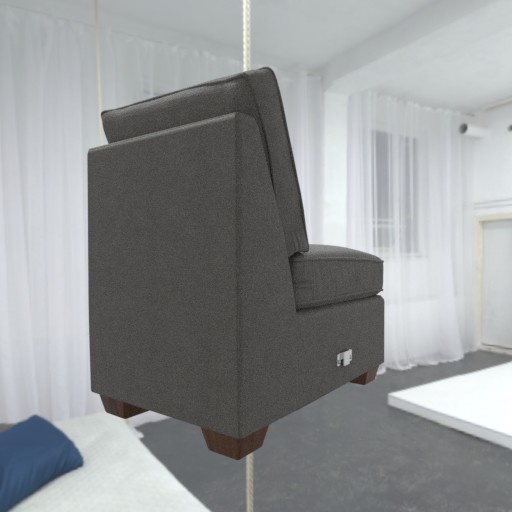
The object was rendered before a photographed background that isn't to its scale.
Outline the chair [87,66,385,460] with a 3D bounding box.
[{"bbox_3d":[0.000,0.000,1.551,0.621,0.970,0.938,0,0,37],"label":"chair"}]
